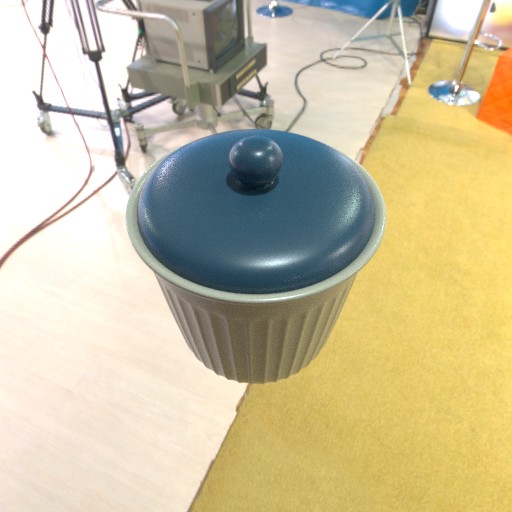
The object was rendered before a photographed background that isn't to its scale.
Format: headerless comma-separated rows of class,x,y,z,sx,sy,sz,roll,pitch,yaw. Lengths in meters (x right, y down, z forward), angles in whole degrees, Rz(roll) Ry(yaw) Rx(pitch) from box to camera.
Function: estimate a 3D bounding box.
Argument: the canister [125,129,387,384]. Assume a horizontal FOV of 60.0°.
canister,0.000,0.000,0.356,0.181,0.211,0.181,0,47,0
